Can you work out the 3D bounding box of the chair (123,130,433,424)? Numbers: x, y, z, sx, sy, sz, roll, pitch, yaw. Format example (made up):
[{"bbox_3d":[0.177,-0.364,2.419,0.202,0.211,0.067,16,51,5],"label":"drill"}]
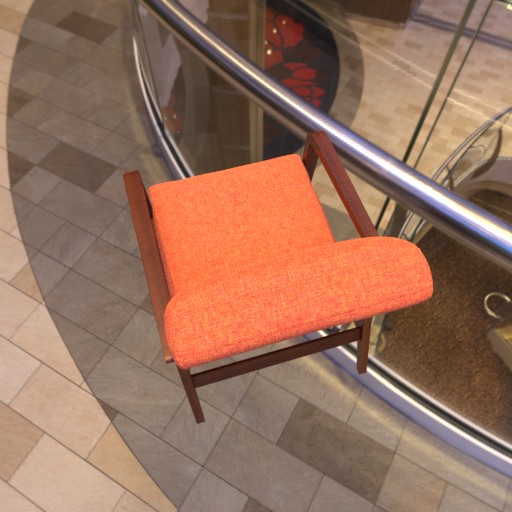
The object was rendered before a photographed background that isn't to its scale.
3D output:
[{"bbox_3d":[0.000,0.000,1.471,0.719,0.890,0.860,-14,61,-8],"label":"chair"}]
